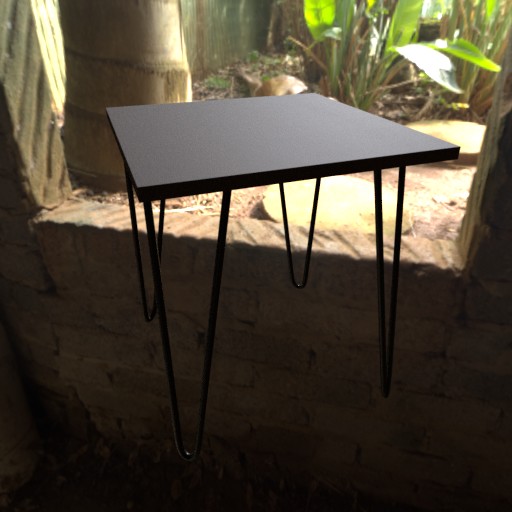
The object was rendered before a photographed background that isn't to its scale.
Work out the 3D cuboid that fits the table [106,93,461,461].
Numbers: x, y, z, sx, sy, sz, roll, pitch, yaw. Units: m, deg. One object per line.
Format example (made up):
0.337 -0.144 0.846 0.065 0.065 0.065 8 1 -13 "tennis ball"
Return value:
0.000 0.000 0.954 0.495 0.559 0.495 -11 32 -18 "table"
